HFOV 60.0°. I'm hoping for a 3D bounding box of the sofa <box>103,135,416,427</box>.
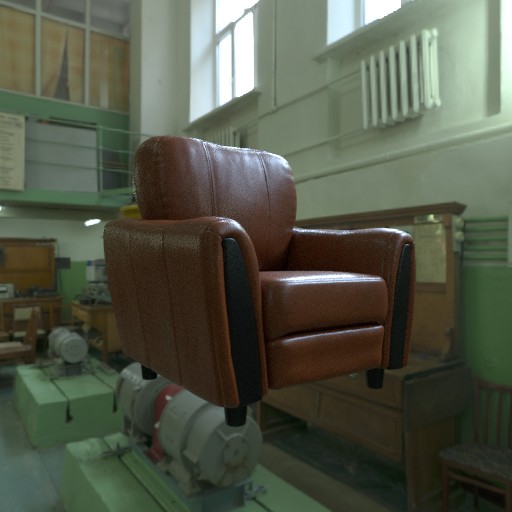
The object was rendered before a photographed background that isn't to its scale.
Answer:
[{"bbox_3d":[0.000,0.000,1.547,0.836,0.876,0.789,0,-1,-36],"label":"sofa"}]
